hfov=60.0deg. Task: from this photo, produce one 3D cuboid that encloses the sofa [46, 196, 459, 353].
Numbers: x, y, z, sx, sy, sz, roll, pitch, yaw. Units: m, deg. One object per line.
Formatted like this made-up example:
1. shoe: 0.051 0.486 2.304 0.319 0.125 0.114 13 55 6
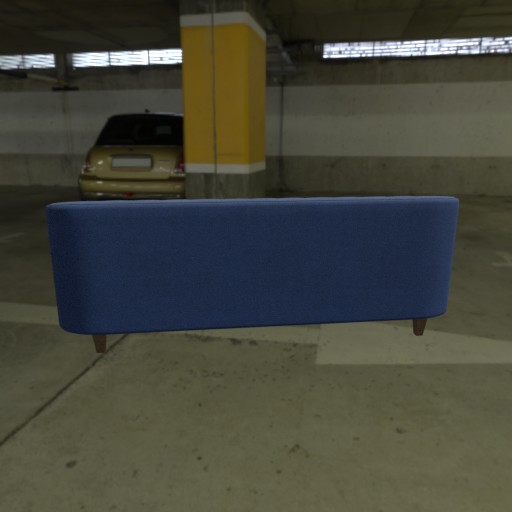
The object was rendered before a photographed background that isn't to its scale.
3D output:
1. sofa: 0.000 0.000 2.654 2.235 0.787 0.914 -2 15 -7
